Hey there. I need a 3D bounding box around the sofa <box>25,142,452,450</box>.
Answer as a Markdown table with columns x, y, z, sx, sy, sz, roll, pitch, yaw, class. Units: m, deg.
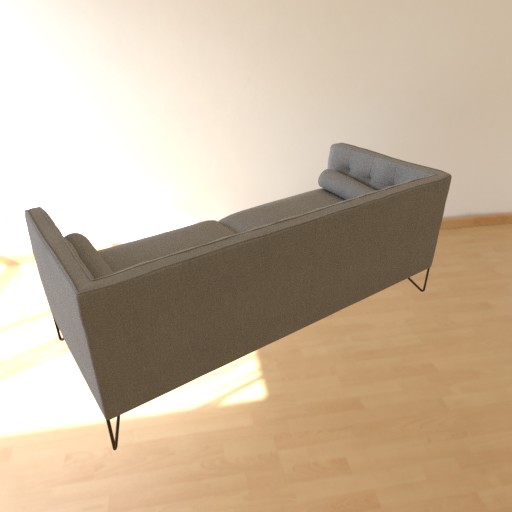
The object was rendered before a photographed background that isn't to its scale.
| x | y | z | sx | sy | sz | roll | pitch | yaw | class |
| --- | --- | --- | --- | --- | --- | --- | --- | --- | --- |
| 0.000 | 0.000 | 2.456 | 2.079 | 0.798 | 0.912 | -19 | 34 | -30 | sofa |
